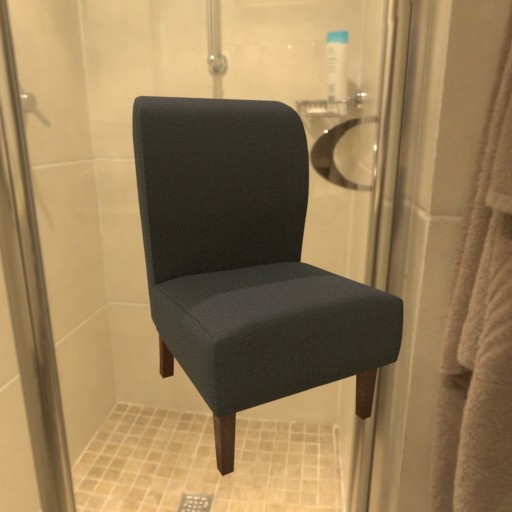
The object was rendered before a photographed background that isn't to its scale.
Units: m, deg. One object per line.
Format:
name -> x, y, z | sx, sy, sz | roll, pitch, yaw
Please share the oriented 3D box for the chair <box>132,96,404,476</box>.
chair -> 0.000, 0.000, 1.147 | 0.513, 0.804, 0.592 | -9, 18, -28
